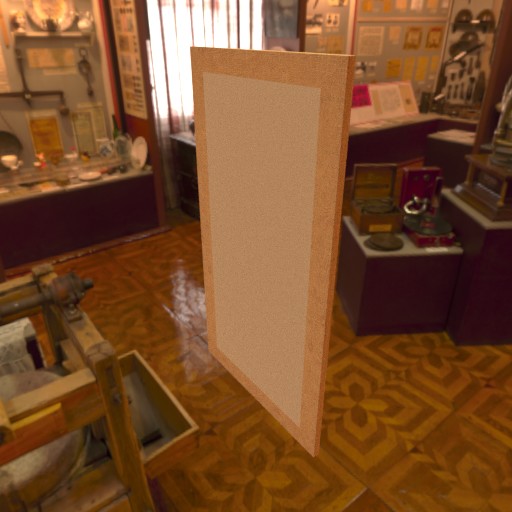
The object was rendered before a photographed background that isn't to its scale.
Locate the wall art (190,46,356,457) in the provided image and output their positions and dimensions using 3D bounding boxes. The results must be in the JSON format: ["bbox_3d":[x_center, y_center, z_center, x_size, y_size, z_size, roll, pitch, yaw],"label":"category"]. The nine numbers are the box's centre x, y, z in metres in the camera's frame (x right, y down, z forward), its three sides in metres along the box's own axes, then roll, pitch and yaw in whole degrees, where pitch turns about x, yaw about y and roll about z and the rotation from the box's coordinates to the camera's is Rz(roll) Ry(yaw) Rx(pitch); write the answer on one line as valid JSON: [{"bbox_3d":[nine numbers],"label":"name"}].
[{"bbox_3d":[0.000,0.000,0.810,0.013,0.683,0.381,-19,33,-32],"label":"wall art"}]
